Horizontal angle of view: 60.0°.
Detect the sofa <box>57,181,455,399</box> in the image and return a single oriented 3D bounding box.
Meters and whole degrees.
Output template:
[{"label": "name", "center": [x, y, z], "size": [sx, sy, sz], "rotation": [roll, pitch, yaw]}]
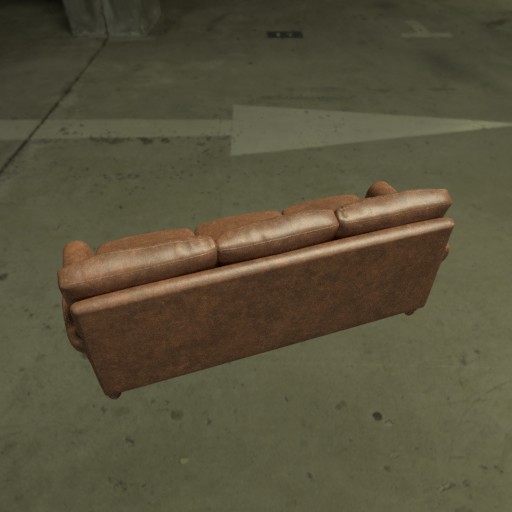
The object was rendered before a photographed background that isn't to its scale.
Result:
[{"label": "sofa", "center": [0.000, 0.000, 2.885], "size": [2.351, 0.977, 0.973], "rotation": [-13, 42, -14]}]
